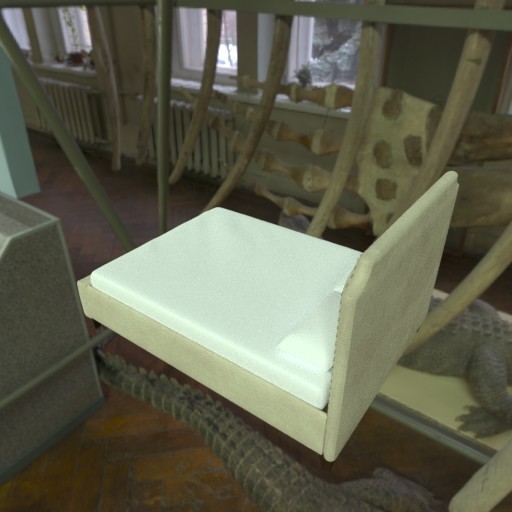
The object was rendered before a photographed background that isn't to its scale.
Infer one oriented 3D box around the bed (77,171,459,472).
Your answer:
[{"bbox_3d":[0.000,0.000,3.416,2.372,1.443,1.712,20,36,30],"label":"bed"}]
